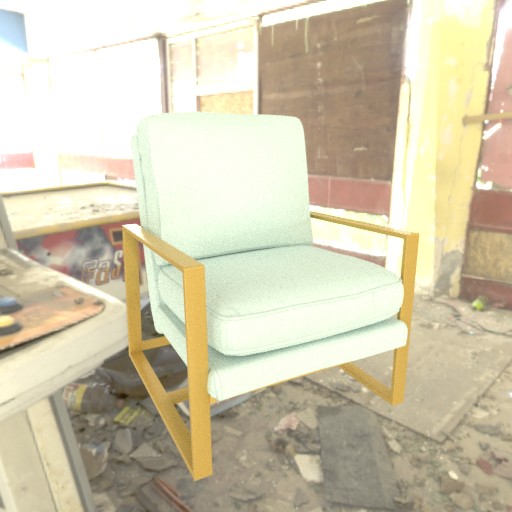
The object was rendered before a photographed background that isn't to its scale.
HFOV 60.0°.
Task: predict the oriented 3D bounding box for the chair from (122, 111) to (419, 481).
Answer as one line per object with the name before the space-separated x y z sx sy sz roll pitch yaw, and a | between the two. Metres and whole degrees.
chair | 0.000 0.000 1.523 0.758 0.956 0.813 -8 18 -27
